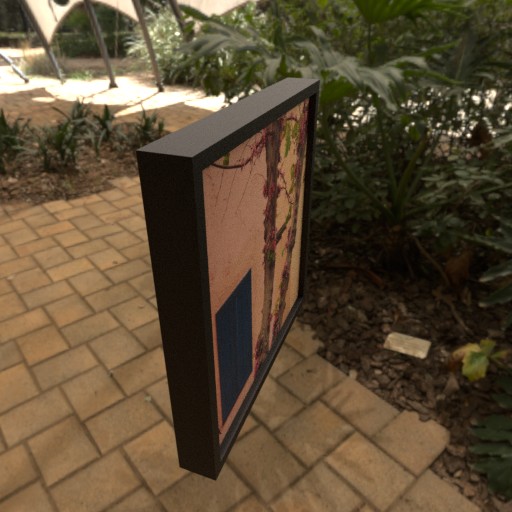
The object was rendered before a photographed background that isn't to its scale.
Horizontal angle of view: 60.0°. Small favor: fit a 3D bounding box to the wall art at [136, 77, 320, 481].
[{"bbox_3d":[0.000,0.000,0.459,0.038,0.304,0.305,11,32,18],"label":"wall art"}]
